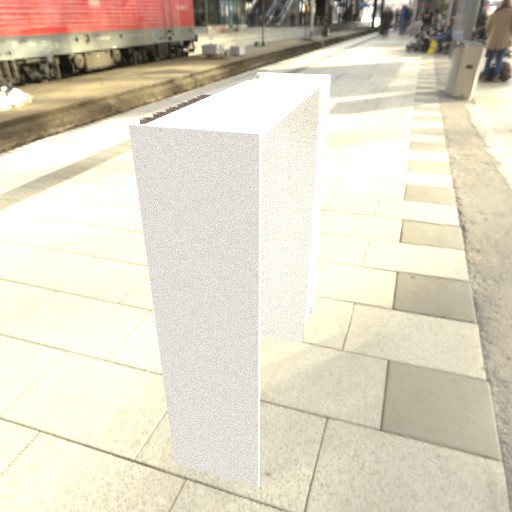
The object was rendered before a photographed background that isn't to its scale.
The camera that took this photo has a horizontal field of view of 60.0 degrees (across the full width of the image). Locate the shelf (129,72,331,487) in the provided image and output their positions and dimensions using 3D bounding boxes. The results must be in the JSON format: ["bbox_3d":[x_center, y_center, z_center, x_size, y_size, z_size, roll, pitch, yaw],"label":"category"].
[{"bbox_3d":[0.000,0.000,2.598,0.500,1.820,1.600,8,30,14],"label":"shelf"}]
